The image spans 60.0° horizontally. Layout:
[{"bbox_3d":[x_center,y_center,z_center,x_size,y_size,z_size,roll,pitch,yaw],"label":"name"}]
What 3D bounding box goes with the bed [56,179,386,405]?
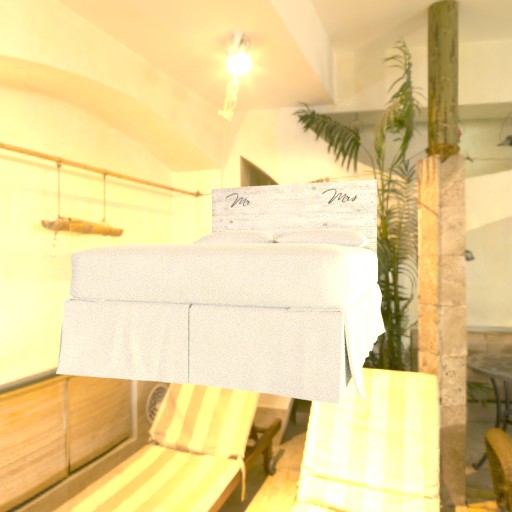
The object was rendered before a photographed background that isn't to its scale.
[{"bbox_3d":[0.000,0.000,3.195,1.745,1.335,2.094,0,0,20],"label":"bed"}]
